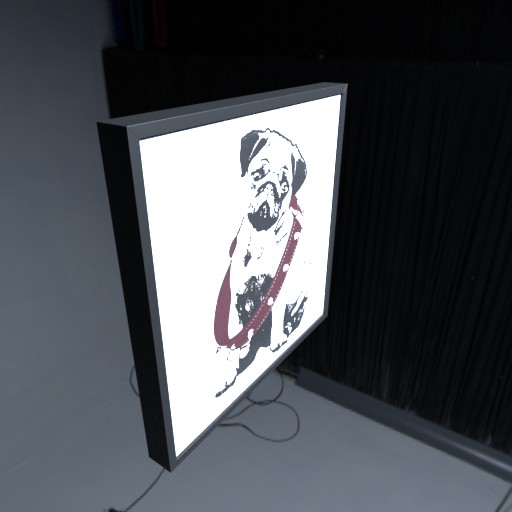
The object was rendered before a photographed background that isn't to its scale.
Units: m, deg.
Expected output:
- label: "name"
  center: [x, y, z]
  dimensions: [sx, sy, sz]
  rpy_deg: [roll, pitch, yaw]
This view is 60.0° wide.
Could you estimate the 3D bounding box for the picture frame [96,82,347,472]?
- label: "picture frame"
  center: [0.000, 0.000, 0.468]
  dimensions: [0.030, 0.317, 0.317]
  rpy_deg: [18, 32, 31]
